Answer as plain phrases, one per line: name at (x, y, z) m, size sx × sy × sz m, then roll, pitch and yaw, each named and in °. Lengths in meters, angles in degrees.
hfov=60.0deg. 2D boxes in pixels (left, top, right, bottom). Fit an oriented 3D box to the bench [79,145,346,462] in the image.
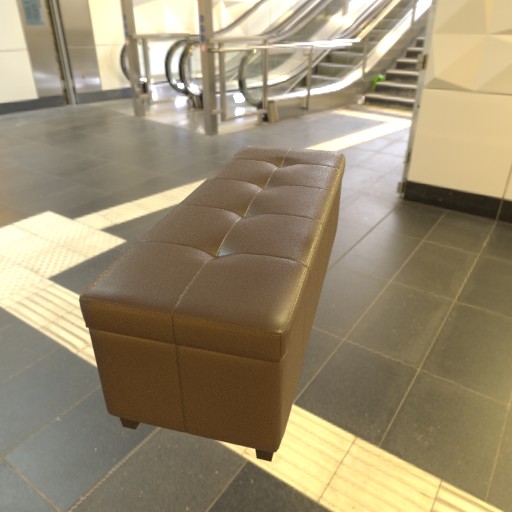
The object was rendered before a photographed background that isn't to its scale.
bench at (0.000, 0.000, 1.442) m, size 0.450 × 0.417 × 1.219 m, roll 7°, pitch 30°, yaw 13°
